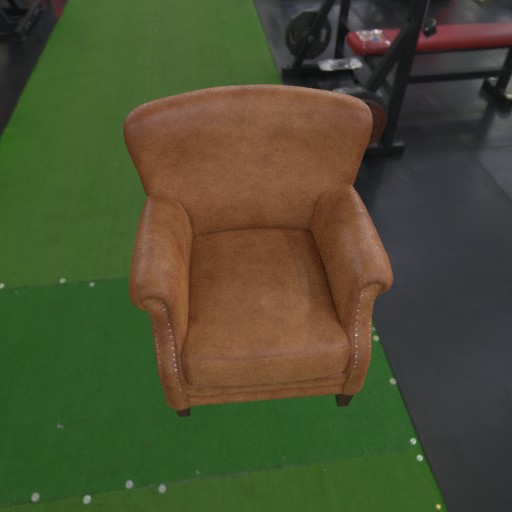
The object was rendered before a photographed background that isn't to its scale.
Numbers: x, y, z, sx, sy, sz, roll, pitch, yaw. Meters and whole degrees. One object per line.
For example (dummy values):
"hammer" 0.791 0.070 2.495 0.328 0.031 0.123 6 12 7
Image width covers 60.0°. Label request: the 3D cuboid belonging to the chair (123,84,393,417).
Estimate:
"chair" 0.000 0.000 1.658 0.861 0.936 0.921 -4 47 -3
